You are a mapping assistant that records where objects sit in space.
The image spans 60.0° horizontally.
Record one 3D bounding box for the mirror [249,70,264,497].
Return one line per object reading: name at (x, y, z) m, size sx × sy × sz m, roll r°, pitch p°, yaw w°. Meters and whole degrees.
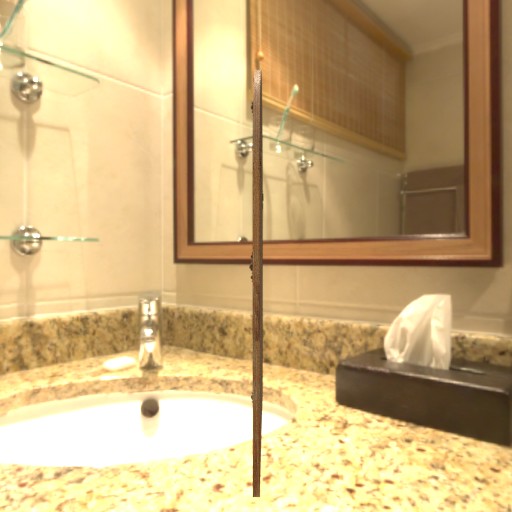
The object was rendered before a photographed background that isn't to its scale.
mirror at (0.000, 0.000, 1.146) m, size 0.032 × 0.915 × 0.609 m, roll 0°, pitch 0°, yaw 1°
